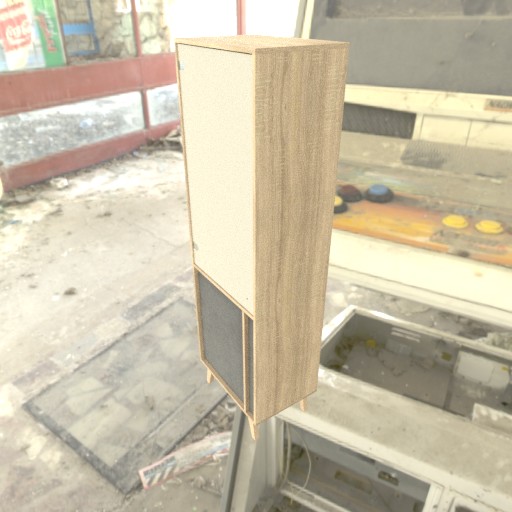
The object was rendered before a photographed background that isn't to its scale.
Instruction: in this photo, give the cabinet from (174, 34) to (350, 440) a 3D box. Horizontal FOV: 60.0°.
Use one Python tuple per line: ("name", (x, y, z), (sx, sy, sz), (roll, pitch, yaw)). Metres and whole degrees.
("cabinet", (0.000, 0.000, 2.108), (0.400, 1.850, 0.570), (-19, 35, -30))
